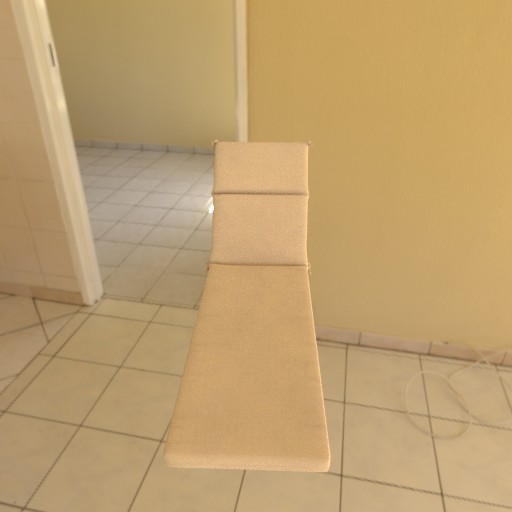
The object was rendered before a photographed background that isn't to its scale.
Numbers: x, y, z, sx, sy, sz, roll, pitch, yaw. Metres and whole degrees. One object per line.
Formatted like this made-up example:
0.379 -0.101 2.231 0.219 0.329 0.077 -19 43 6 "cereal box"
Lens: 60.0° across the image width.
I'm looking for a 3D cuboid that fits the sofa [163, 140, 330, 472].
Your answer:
0.000 0.000 1.948 0.582 0.622 1.663 1 29 2 "sofa"
